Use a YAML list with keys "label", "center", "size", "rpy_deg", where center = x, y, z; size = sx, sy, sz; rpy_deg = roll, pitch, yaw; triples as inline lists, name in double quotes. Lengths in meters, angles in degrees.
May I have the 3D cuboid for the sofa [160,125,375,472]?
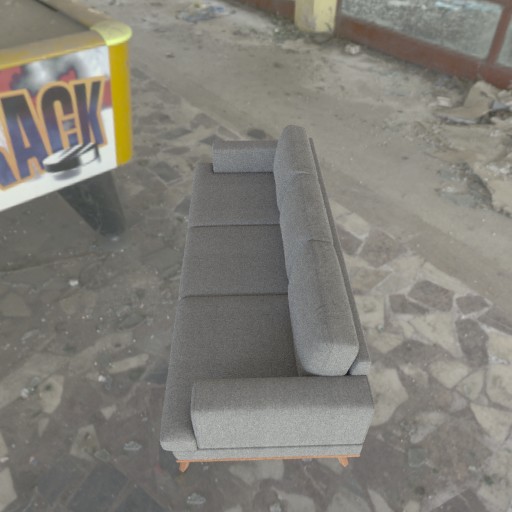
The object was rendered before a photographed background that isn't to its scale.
- label: "sofa"
  center: [0.000, 0.000, 2.752]
  size: [0.920, 0.810, 2.310]
  rpy_deg: [-1, 42, -1]
